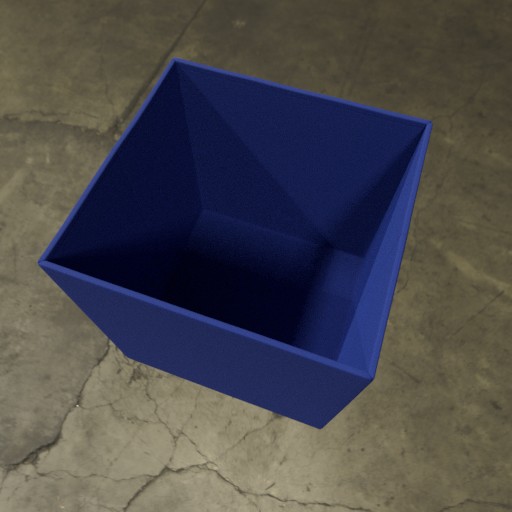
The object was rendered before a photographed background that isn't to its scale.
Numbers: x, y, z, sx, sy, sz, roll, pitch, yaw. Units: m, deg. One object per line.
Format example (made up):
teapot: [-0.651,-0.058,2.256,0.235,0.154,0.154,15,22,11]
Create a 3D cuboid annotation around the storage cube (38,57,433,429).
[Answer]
storage cube: [0.000,0.000,0.502,0.270,0.280,0.270,18,63,9]
